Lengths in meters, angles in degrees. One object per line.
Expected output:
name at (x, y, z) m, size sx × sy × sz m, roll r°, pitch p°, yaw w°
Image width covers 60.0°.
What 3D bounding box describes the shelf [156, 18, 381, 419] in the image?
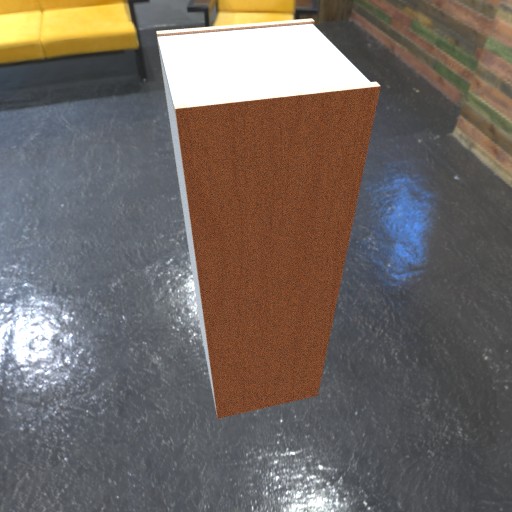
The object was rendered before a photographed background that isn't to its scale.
shelf at (0.000, 0.000, 1.022) m, size 0.290 × 0.900 × 0.300 m, roll -10°, pitch 46°, yaw -10°
